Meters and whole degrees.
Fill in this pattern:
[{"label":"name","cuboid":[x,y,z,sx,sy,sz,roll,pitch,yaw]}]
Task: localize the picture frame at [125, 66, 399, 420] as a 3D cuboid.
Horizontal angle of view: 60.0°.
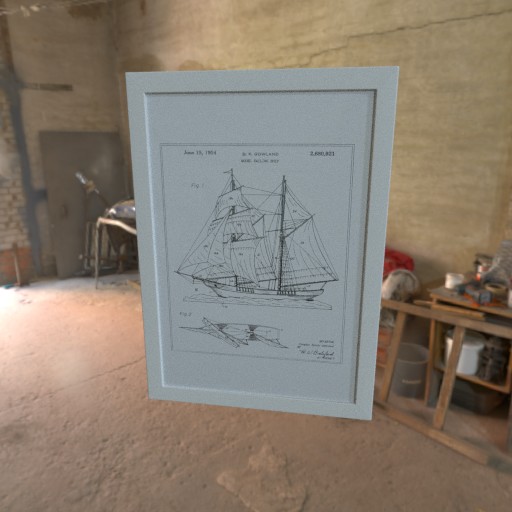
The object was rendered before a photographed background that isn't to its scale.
[{"label":"picture frame","cuboid":[0.000,0.000,0.683,0.381,0.534,0.012,2,15,9]}]
